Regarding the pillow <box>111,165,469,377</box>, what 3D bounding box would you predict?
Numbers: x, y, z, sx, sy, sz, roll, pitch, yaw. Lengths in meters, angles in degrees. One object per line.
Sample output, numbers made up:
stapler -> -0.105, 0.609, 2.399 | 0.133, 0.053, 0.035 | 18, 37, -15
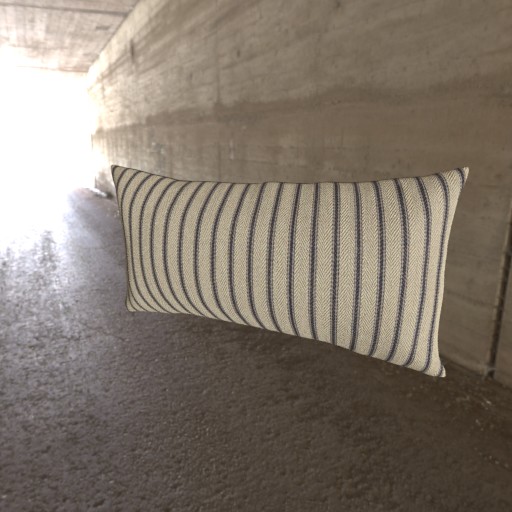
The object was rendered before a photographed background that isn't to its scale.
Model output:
pillow -> 0.000, 0.000, 0.733 | 0.609, 0.305, 0.151 | 7, 16, 26
